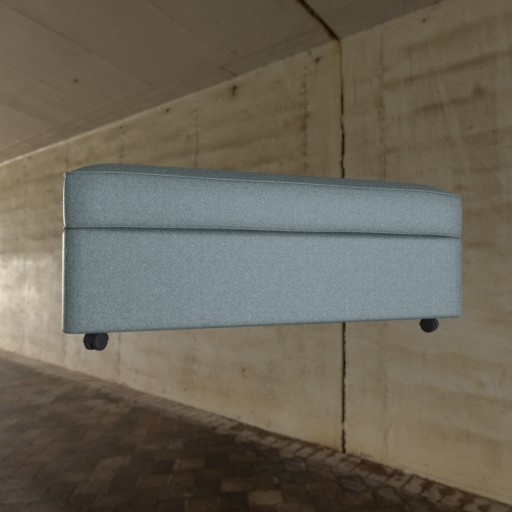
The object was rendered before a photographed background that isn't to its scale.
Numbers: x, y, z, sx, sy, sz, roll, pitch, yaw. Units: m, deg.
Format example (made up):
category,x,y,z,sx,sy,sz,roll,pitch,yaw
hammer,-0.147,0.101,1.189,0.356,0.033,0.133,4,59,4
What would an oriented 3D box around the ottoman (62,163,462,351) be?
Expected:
category,x,y,z,sx,sy,sz,roll,pitch,yaw
ottoman,0.000,0.000,1.526,1.173,0.494,0.681,0,-1,-18
